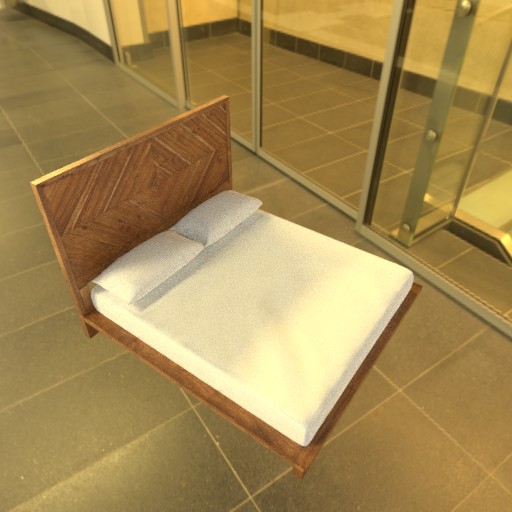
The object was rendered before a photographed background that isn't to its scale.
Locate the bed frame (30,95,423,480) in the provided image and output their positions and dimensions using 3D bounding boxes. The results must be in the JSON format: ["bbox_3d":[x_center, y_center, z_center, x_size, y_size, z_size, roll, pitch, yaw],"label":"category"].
[{"bbox_3d":[0.000,0.000,3.557,2.235,1.537,2.038,25,45,27],"label":"bed frame"}]
